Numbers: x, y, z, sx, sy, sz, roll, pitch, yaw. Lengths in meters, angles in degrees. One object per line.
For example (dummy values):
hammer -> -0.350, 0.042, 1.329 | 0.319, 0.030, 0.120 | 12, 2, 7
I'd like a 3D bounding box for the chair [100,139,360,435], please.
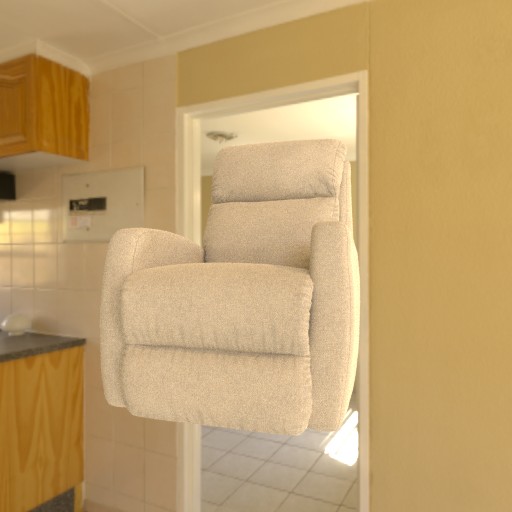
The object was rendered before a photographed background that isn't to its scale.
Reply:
chair -> 0.000, 0.000, 1.672 | 0.794, 1.021, 0.940 | 0, 0, 17
